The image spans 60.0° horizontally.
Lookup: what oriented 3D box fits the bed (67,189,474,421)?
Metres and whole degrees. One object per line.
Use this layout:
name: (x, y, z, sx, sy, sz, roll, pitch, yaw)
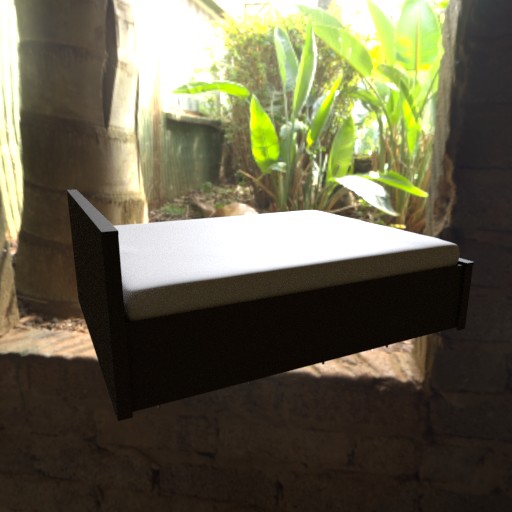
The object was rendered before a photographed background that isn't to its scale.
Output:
bed: (0.000, 0.000, 2.909, 2.103, 0.808, 1.634, -7, 16, -26)
